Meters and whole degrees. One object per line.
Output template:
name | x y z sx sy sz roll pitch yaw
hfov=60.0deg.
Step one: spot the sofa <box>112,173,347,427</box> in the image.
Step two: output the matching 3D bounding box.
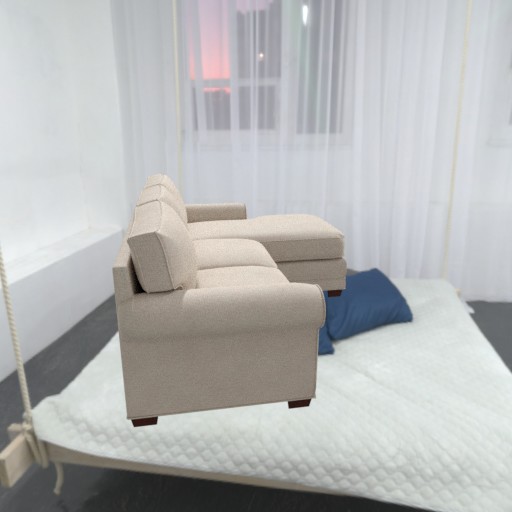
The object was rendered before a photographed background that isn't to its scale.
sofa | 0.000 0.000 2.322 1.226 0.734 1.770 -3 17 -10
